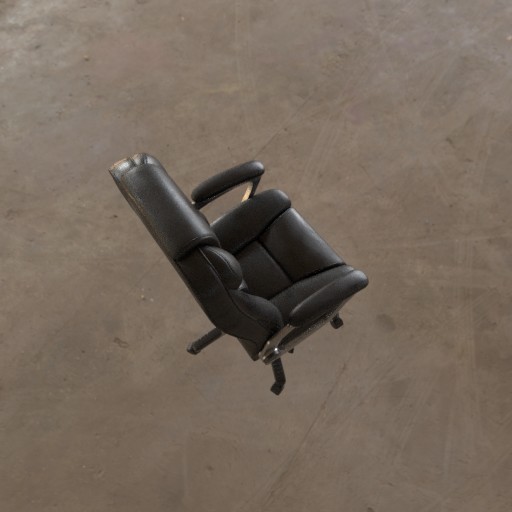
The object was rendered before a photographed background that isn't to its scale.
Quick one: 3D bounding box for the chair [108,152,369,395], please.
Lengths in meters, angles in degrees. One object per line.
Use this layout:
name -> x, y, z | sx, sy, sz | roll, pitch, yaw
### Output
chair -> 0.000, 0.000, 1.563 | 0.689, 1.075, 0.697 | -31, 64, -17
